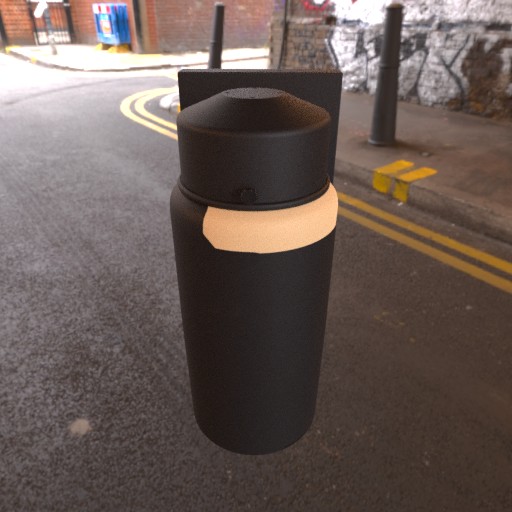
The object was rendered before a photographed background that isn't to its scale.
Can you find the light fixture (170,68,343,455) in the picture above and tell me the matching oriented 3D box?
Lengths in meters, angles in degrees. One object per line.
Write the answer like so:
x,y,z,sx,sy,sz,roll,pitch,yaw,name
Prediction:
0.000,0.000,0.352,0.130,0.257,0.176,1,29,2,light fixture
